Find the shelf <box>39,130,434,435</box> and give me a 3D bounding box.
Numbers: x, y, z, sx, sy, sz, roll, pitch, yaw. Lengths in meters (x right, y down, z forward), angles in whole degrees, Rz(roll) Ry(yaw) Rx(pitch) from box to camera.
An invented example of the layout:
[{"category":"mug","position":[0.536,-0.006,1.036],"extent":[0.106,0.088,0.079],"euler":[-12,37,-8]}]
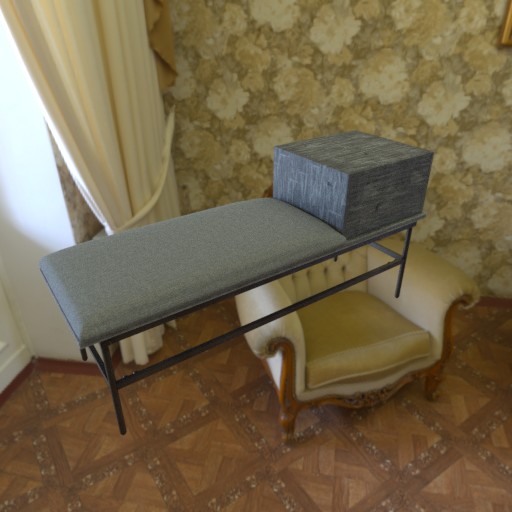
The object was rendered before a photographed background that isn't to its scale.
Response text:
[{"category":"shelf","position":[0.000,0.000,1.594],"extent":[1.342,0.633,0.457],"euler":[-19,35,-30]}]
